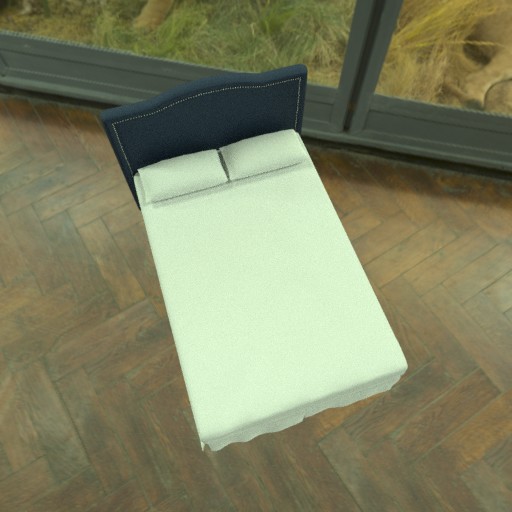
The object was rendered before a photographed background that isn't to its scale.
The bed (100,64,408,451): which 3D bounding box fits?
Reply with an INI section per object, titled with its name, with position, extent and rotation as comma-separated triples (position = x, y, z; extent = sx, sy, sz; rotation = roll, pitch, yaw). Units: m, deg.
[bed]
position = 0.000, 0.000, 3.546
extent = 1.741, 1.441, 2.507
rotation = -17, 65, -8
